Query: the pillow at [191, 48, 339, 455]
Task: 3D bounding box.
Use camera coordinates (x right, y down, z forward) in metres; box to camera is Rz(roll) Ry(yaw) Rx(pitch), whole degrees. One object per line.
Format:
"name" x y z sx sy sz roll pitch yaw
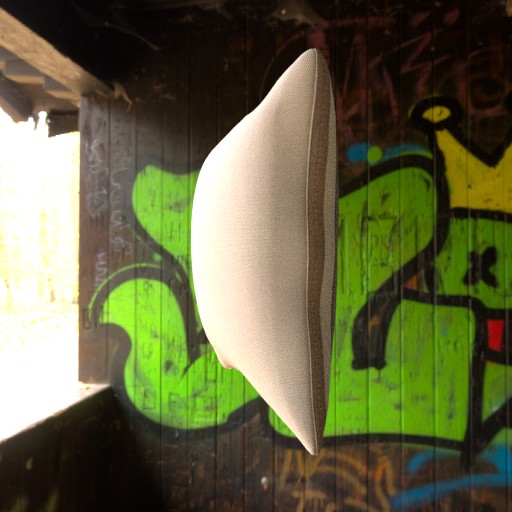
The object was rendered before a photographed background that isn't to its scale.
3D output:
"pillow" 0.000 0.000 0.626 0.173 0.401 0.416 0 -1 -17
